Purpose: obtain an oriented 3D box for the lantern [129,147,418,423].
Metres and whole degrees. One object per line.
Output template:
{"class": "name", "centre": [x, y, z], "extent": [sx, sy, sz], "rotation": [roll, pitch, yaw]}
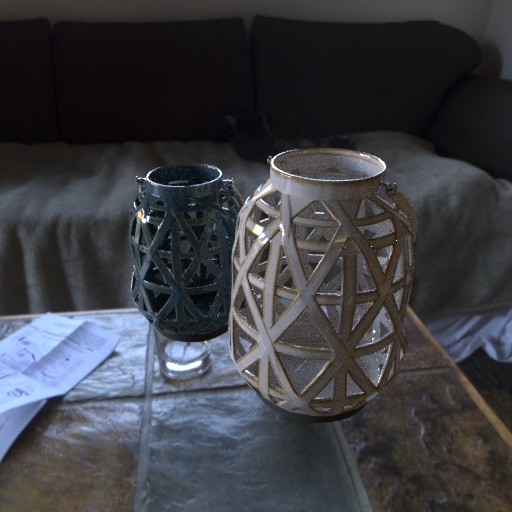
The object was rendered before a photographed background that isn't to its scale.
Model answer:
{"class": "lantern", "centre": [0.000, 0.000, 0.616], "extent": [0.439, 0.307, 0.245], "rotation": [20, 34, 32]}
